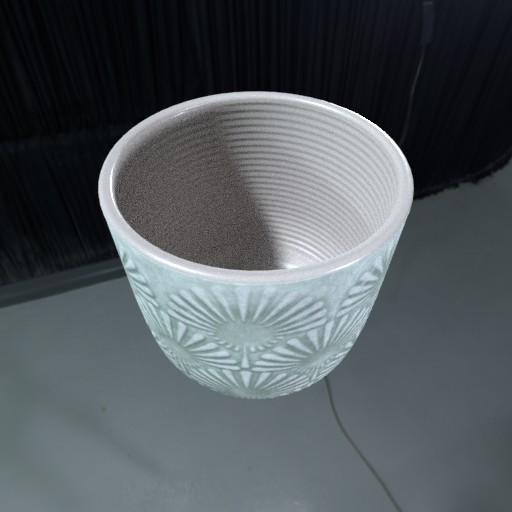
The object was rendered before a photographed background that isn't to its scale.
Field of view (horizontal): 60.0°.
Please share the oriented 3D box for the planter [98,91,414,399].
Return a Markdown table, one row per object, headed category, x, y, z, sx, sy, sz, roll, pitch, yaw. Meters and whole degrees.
| category | x | y | z | sx | sy | sz | roll | pitch | yaw |
| --- | --- | --- | --- | --- | --- | --- | --- | --- | --- |
| planter | 0.000 | 0.000 | 0.218 | 0.124 | 0.109 | 0.124 | 0 | 47 | 0 |
